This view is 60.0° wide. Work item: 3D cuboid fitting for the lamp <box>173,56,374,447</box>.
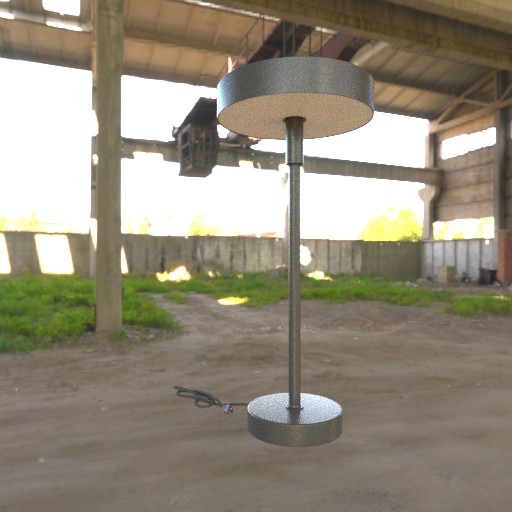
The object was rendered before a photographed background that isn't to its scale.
[{"bbox_3d":[0.000,0.000,0.698,0.369,0.508,0.229,0,0,36],"label":"lamp"}]
